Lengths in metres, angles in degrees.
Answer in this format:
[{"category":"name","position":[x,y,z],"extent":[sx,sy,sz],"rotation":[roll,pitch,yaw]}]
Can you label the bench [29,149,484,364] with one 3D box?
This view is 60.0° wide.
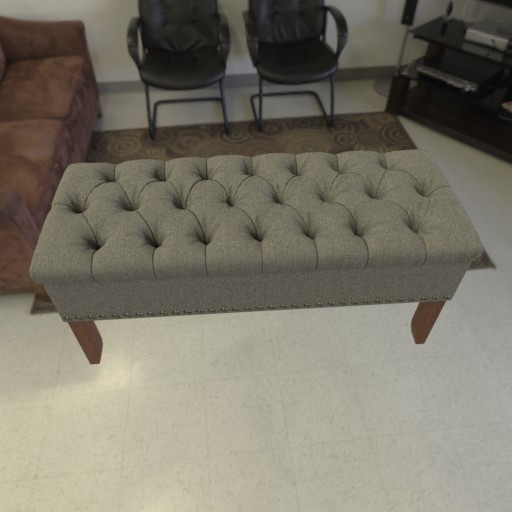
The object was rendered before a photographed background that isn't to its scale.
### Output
[{"category":"bench","position":[0.000,0.000,1.296],"extent":[1.052,0.470,0.417],"rotation":[-3,47,-3]}]
